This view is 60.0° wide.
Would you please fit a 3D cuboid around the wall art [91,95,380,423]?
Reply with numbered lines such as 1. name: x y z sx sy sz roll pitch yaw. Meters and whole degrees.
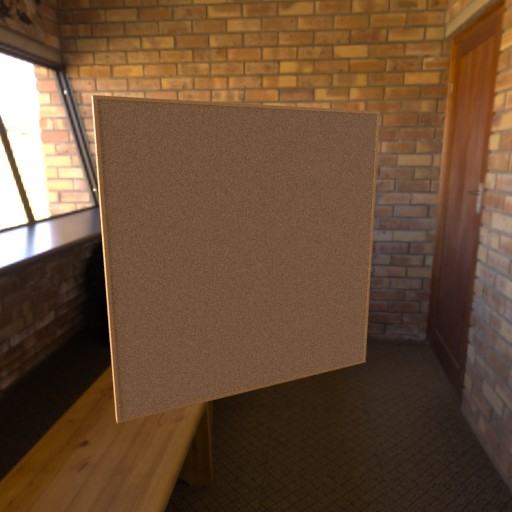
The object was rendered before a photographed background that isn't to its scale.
1. wall art: 0.000 0.000 0.701 0.457 0.455 0.013 -6 14 -25
